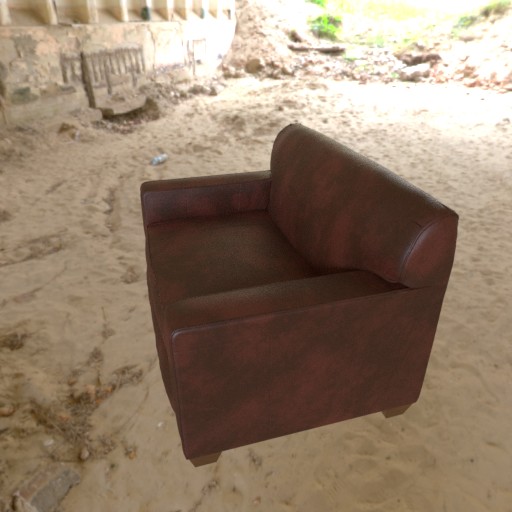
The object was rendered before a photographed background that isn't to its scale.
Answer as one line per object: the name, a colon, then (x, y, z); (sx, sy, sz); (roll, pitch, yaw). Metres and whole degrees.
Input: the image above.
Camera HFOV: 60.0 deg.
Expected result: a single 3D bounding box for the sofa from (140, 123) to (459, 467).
sofa: (0.000, 0.000, 2.045); (1.000, 0.956, 1.413); (-8, 30, -14)
